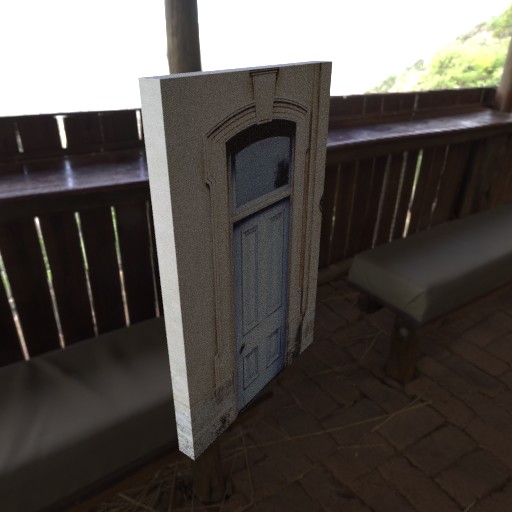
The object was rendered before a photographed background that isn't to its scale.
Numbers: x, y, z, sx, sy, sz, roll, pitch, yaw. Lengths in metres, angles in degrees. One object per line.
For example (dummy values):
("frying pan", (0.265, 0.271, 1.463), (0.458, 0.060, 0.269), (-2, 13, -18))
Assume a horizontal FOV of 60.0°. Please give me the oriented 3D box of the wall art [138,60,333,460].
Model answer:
("wall art", (0.000, 0.000, 0.774), (0.036, 0.607, 0.403), (18, 32, 32))
